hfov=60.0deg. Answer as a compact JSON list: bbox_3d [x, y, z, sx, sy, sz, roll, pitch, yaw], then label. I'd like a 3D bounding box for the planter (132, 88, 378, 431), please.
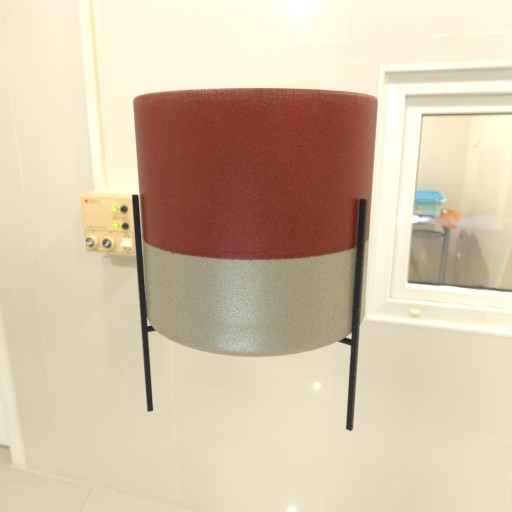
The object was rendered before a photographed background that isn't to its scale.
[{"bbox_3d":[0.000,0.000,0.701,0.345,0.465,0.354,2,15,8],"label":"planter"}]
